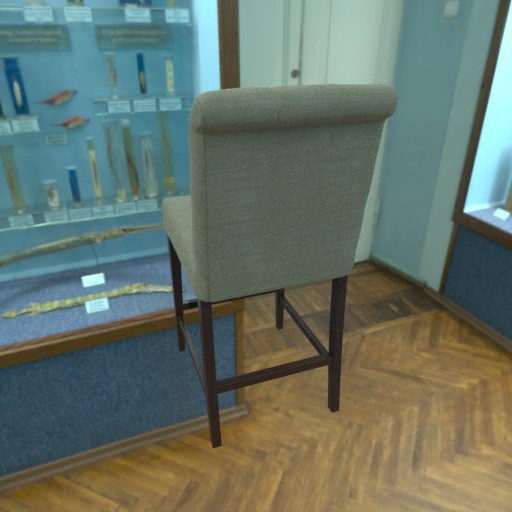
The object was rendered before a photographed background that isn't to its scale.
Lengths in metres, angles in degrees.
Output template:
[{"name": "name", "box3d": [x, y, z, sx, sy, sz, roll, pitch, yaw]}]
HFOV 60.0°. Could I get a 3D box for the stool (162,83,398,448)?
[{"name": "stool", "box3d": [0.000, 0.000, 1.422, 0.486, 1.084, 0.660, -10, 29, -18]}]
